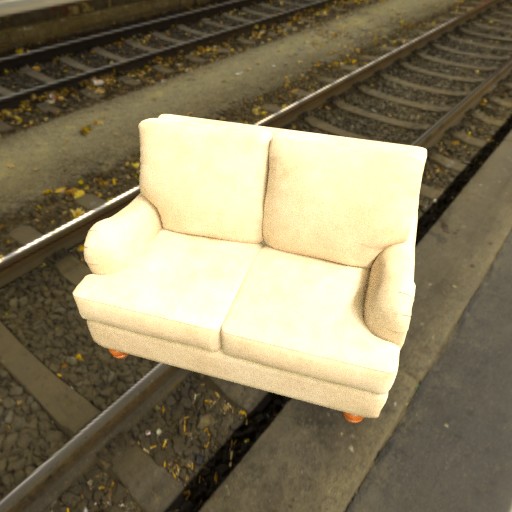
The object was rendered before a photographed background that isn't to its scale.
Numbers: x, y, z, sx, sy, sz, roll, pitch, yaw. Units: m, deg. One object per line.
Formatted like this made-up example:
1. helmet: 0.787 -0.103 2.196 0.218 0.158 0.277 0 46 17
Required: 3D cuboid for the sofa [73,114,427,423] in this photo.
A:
1. sofa: 0.000 0.000 2.235 1.498 1.087 1.086 11 41 13
